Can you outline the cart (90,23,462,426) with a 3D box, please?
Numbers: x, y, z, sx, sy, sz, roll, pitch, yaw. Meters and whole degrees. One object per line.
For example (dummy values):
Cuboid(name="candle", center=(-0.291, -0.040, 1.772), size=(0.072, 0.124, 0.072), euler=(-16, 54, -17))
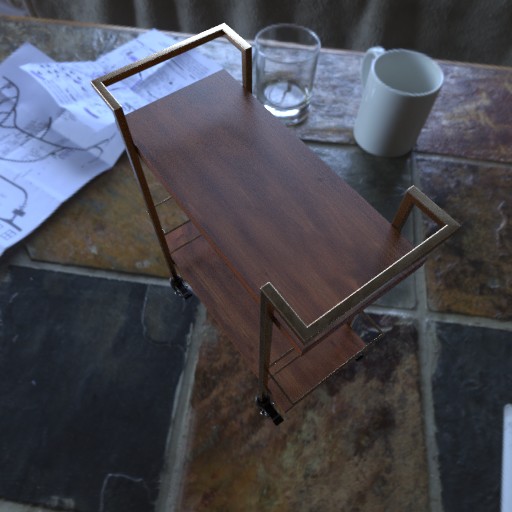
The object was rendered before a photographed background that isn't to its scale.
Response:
Cuboid(name="cart", center=(0.000, 0.000, 1.159), size=(0.364, 0.807, 0.695), euler=(-33, 65, -17))
